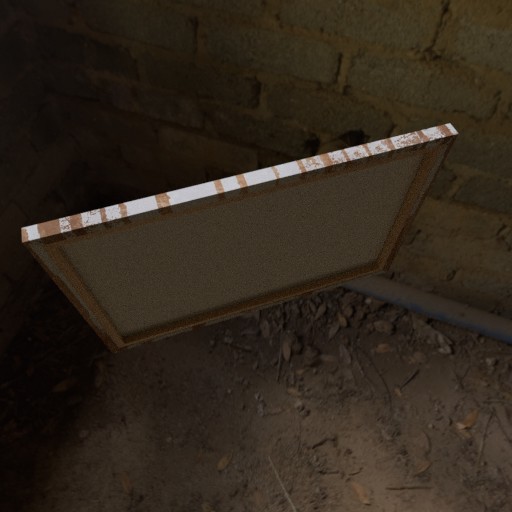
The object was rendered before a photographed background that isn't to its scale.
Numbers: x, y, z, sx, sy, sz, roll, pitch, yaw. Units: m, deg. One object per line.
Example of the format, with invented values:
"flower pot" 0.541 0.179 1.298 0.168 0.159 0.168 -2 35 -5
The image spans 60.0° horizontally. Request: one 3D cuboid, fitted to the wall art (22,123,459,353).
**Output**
"wall art" 0.000 0.000 1.156 0.914 0.609 0.035 -16 60 -9
